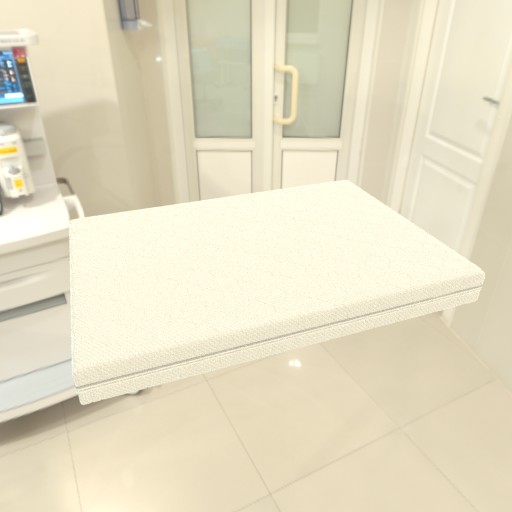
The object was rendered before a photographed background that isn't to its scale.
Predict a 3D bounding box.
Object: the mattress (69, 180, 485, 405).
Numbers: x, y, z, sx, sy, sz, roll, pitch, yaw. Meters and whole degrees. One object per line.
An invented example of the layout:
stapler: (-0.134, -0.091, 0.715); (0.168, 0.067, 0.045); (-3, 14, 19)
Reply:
mattress: (0.000, 0.000, 2.559); (2.000, 0.200, 1.400); (-11, 32, -17)
